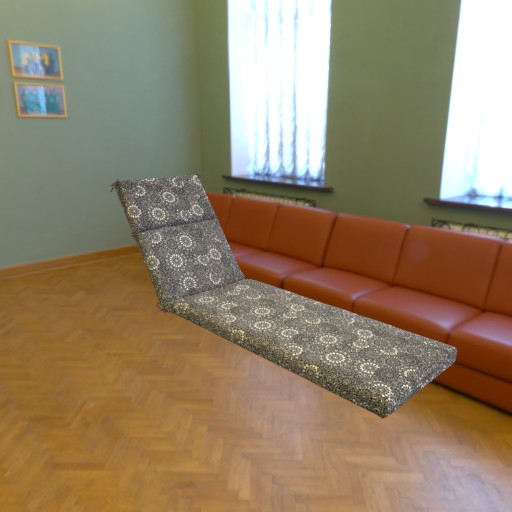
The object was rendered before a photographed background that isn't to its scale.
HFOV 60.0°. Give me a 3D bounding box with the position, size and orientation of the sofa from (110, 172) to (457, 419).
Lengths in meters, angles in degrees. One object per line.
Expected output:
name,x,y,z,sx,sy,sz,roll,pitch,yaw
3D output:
sofa,0.000,0.000,1.998,0.582,0.622,1.663,-14,21,-42
